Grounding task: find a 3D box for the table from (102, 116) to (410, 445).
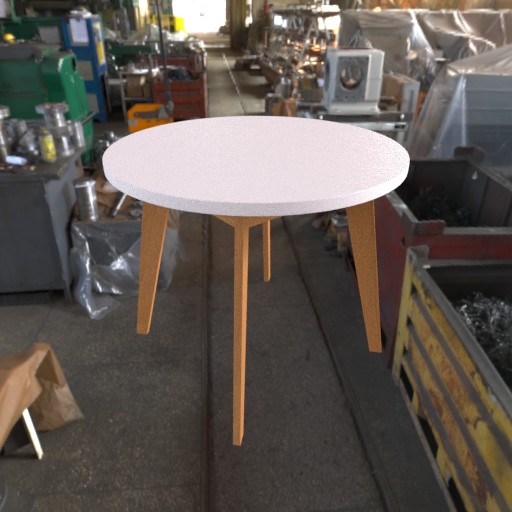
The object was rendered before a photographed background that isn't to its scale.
[{"bbox_3d":[0.000,0.000,1.535,0.896,0.762,0.896,0,29,0],"label":"table"}]
